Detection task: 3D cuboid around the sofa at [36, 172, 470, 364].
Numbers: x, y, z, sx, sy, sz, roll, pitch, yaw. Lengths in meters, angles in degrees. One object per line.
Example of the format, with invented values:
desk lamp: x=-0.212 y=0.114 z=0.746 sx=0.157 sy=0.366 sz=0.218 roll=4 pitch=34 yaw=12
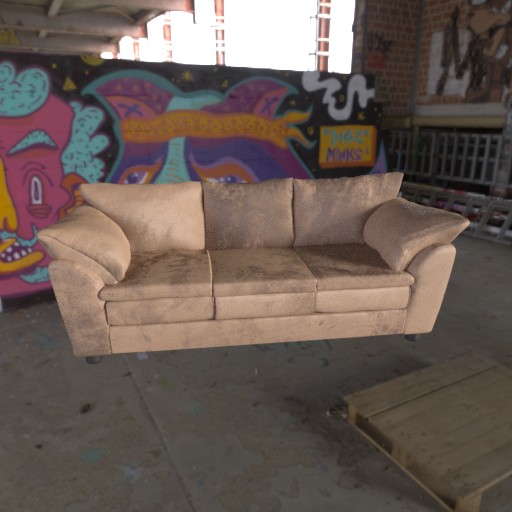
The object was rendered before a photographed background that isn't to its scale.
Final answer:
sofa: x=0.000 y=0.000 z=2.841 sx=2.377 sy=0.981 sz=0.893 roll=-2 pitch=17 yaw=-8
